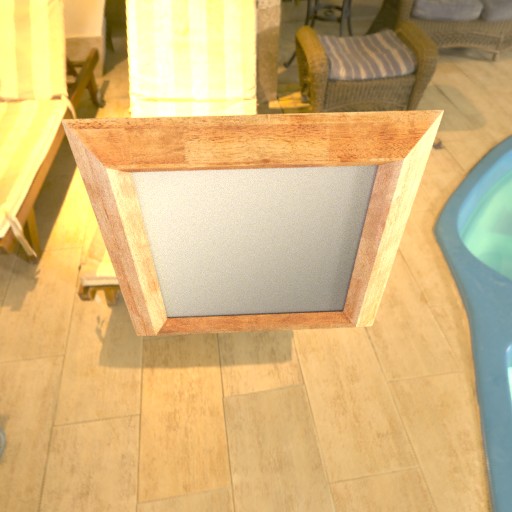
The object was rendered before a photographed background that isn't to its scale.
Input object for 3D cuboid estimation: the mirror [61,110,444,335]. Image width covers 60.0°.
[{"bbox_3d":[0.000,0.000,0.973,0.651,0.651,0.047,-2,47,-2],"label":"mirror"}]
